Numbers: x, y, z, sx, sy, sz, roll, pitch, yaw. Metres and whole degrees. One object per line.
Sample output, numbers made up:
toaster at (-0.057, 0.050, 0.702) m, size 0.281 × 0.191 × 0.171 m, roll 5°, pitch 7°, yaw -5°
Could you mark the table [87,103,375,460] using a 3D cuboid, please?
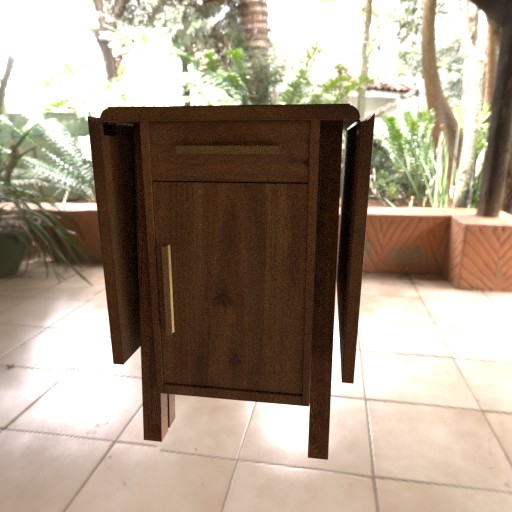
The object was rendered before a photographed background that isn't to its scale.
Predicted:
table at (0.000, 0.000, 1.634) m, size 0.701 × 0.981 × 0.967 m, roll 2°, pitch 15°, yaw 9°
